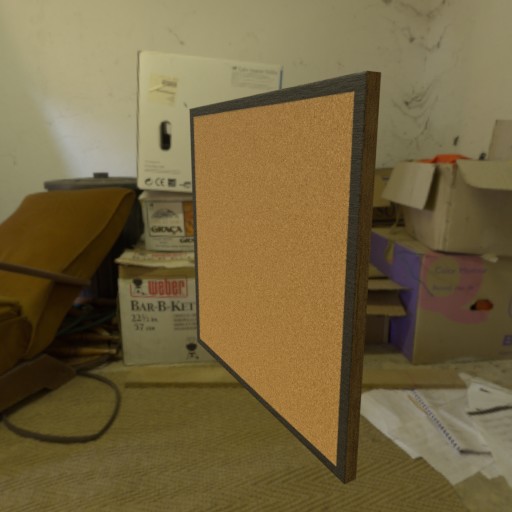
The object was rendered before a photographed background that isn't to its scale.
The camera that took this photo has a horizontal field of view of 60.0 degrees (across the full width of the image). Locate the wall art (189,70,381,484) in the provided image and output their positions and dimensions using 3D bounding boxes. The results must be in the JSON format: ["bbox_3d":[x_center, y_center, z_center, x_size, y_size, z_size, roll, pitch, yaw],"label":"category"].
[{"bbox_3d":[0.000,0.000,1.012,0.029,0.691,0.695,-7,15,-29],"label":"wall art"}]
